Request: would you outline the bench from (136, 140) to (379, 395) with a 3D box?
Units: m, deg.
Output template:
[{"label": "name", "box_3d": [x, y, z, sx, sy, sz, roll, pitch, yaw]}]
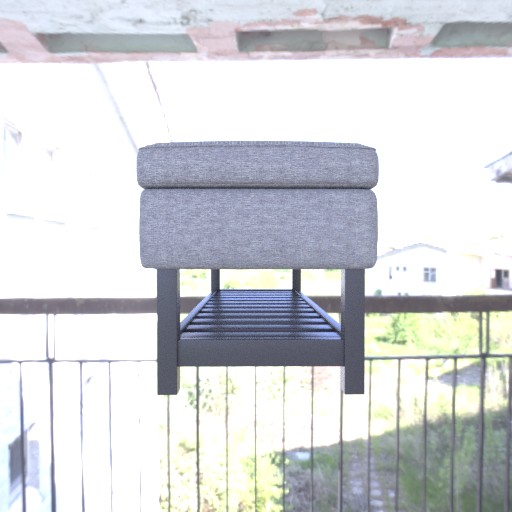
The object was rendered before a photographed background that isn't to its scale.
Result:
[{"label": "bench", "box_3d": [0.000, 0.000, 1.285, 0.429, 0.470, 1.100, 0, 1, 0]}]
